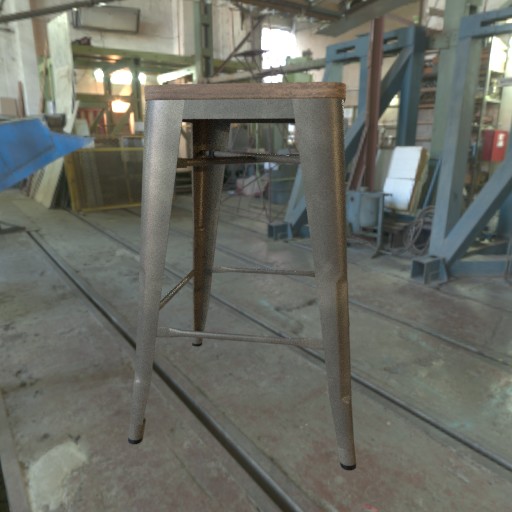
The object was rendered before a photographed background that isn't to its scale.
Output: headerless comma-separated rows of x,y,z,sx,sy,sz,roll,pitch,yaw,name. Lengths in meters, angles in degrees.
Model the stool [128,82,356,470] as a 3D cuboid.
0.000,0.000,0.876,0.407,0.607,0.407,3,16,9,stool
